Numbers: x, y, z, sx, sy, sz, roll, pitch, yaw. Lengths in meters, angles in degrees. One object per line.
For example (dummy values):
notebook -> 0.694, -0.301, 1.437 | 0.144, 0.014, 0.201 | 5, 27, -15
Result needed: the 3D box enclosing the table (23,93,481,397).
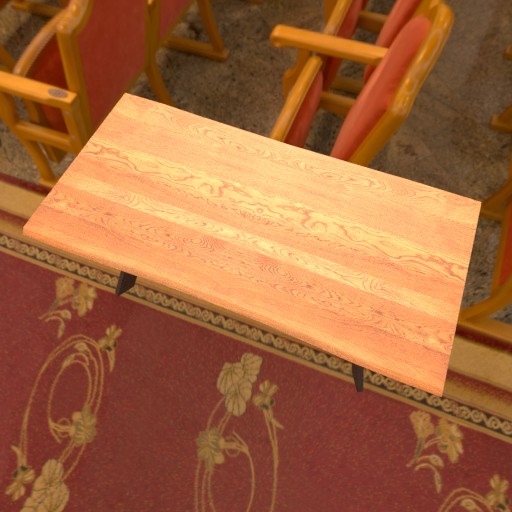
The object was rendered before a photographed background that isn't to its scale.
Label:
table -> 0.000, 0.000, 2.246 | 1.800, 0.770, 0.900 | 20, 64, 10
